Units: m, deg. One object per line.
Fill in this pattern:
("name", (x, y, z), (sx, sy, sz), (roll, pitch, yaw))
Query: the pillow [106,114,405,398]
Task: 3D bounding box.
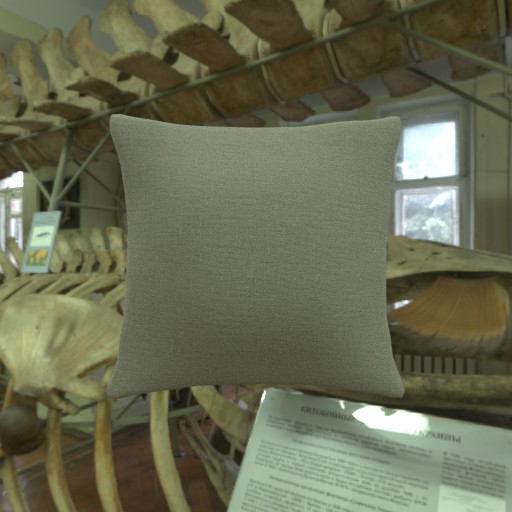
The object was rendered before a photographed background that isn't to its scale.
("pillow", (0.000, 0.000, 0.661), (0.435, 0.416, 0.189), (0, 0, -1))
